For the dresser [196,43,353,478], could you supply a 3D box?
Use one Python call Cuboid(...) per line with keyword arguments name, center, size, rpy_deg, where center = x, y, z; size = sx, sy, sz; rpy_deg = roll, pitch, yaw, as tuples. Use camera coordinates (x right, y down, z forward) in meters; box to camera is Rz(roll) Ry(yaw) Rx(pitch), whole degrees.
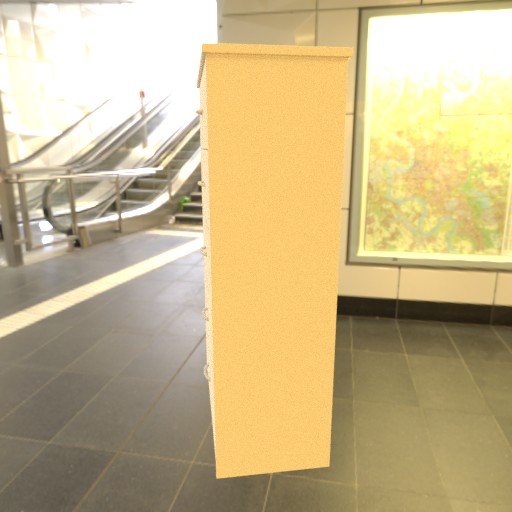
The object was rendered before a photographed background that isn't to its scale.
Cuboid(name="dresser", center=(0.000, 0.000, 1.593), size=(0.399, 1.255, 0.704), rpy_deg=(-2, 14, -8))
